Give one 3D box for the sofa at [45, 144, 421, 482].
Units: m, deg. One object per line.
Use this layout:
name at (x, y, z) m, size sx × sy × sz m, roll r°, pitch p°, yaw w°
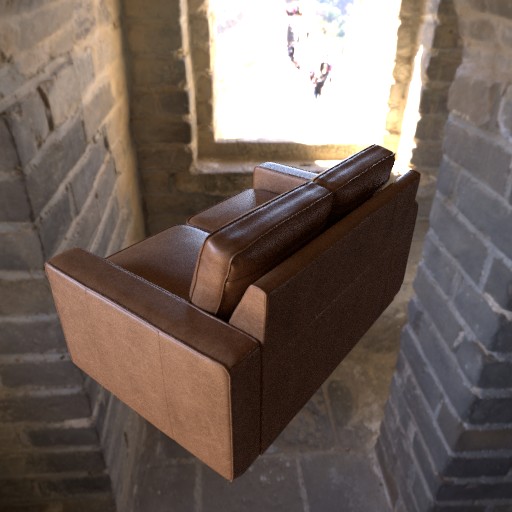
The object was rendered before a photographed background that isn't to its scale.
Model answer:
sofa at (0.000, 0.000, 2.086) m, size 1.020 × 0.896 × 1.532 m, roll 22°, pitch 37°, yaw 32°
